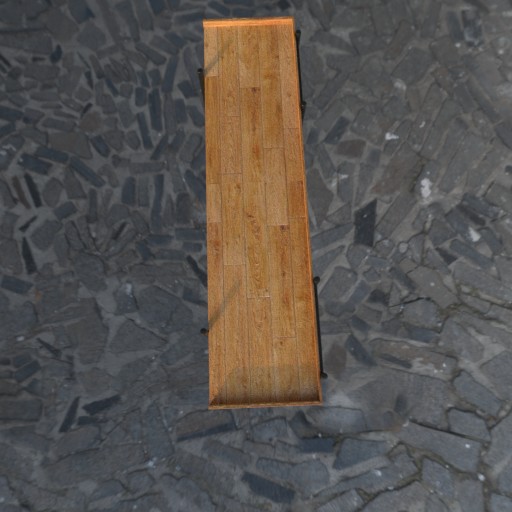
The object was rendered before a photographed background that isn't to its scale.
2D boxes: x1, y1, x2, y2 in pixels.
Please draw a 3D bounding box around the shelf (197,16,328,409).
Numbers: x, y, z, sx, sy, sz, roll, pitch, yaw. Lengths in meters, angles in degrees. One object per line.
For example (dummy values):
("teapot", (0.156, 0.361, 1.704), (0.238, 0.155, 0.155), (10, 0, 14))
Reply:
("shelf", (0.000, 0.000, 2.350), (0.379, 1.826, 1.371), (-2, 76, -1))
